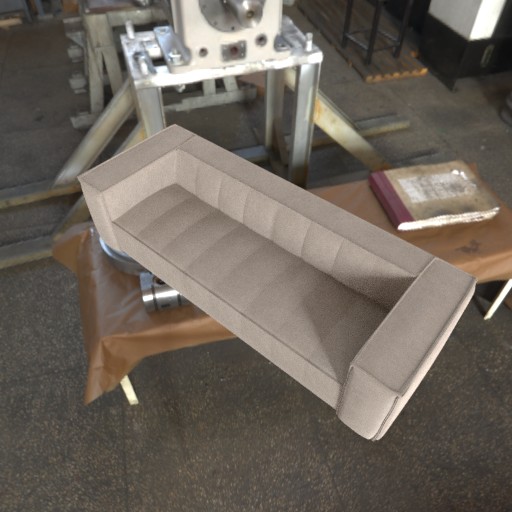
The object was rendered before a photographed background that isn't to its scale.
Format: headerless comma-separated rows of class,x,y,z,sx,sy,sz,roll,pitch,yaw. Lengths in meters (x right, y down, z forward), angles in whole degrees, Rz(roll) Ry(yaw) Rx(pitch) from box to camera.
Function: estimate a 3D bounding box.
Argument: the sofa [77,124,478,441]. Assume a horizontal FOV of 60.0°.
sofa,0.000,0.000,3.190,2.697,0.680,1.038,32,55,26
